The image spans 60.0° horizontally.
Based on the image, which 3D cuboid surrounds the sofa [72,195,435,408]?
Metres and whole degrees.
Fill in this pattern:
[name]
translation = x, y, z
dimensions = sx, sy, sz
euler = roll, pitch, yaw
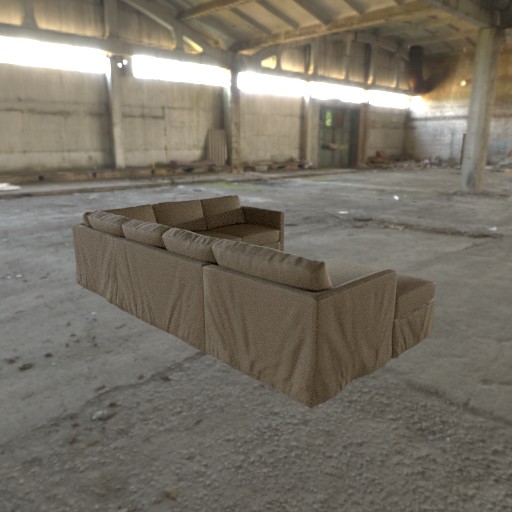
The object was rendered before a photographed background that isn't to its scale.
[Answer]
[sofa]
translation = 0.000, 0.000, 4.610
dimensions = 2.476, 0.878, 3.528
euler = -13, 19, -43
